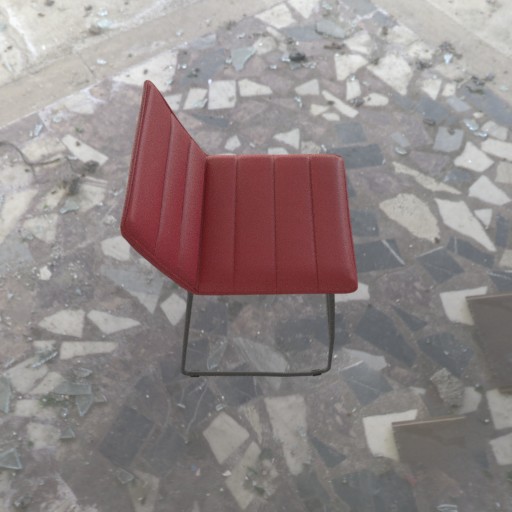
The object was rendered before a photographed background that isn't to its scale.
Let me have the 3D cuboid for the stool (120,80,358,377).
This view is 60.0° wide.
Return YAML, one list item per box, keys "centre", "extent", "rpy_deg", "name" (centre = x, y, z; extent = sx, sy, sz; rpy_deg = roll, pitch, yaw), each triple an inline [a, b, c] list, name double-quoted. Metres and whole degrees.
- centre: [0.000, 0.000, 1.272]
  extent: [0.524, 0.937, 0.489]
  rpy_deg: [0, 63, 0]
  name: "stool"
